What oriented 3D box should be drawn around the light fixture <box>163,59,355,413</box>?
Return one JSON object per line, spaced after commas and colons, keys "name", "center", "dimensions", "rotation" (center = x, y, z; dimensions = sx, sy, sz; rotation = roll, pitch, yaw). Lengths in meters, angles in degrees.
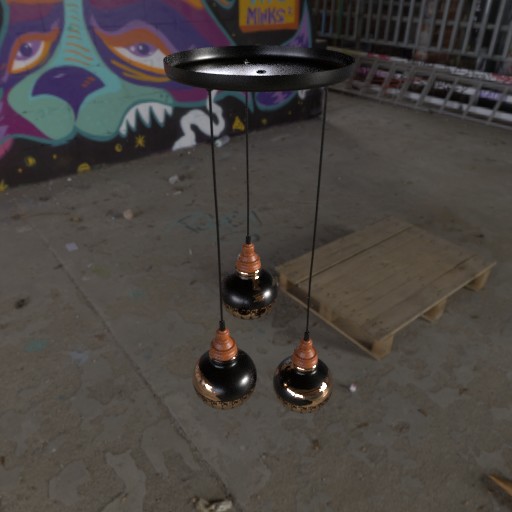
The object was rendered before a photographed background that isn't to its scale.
{"name": "light fixture", "center": [0.000, 0.000, 1.701], "dimensions": [0.608, 1.410, 0.605], "rotation": [-10, 34, -15]}
